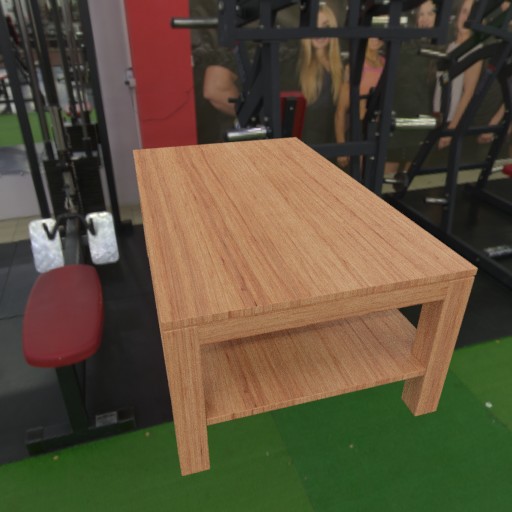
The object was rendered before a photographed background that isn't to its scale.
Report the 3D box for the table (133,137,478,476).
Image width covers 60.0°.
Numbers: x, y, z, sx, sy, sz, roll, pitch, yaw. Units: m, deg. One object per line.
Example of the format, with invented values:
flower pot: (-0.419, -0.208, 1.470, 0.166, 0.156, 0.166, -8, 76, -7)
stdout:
table: (0.000, 0.000, 1.491, 0.695, 0.457, 1.146, -8, 31, -14)
